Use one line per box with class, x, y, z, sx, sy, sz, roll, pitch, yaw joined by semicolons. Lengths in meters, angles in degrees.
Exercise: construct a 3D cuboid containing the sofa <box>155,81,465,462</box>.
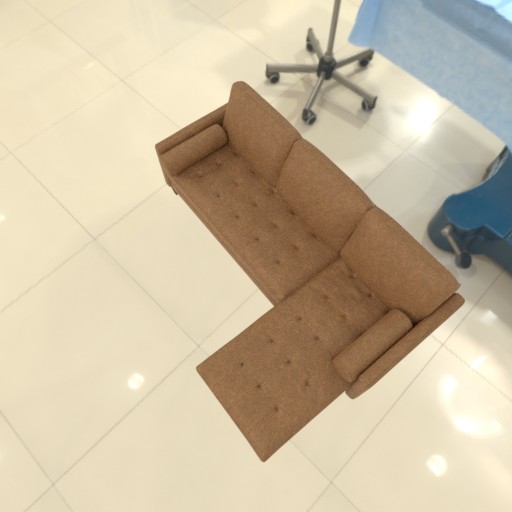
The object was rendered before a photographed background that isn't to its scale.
sofa;0.000;0.000;2.969;1.506;0.876;2.178;-36;69;-16
